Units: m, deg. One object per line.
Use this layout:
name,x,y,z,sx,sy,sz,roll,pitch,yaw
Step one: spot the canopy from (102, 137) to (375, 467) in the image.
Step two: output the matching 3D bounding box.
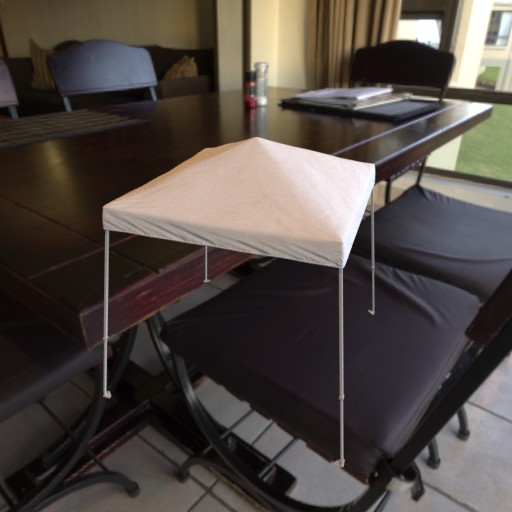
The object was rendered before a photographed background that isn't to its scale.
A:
canopy,0.000,0.000,5.361,2.849,2.849,2.848,9,29,17
